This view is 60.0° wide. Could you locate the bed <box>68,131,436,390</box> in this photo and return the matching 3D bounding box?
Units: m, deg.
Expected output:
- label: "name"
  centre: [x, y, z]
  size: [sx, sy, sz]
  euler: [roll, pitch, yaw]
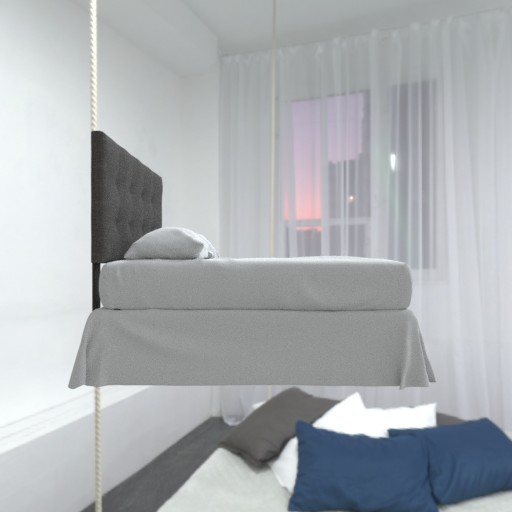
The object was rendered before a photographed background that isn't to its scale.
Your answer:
- label: "bed"
  centre: [0.000, 0.000, 3.558]
  size: [2.222, 1.577, 1.936]
  euler: [0, 0, 1]
